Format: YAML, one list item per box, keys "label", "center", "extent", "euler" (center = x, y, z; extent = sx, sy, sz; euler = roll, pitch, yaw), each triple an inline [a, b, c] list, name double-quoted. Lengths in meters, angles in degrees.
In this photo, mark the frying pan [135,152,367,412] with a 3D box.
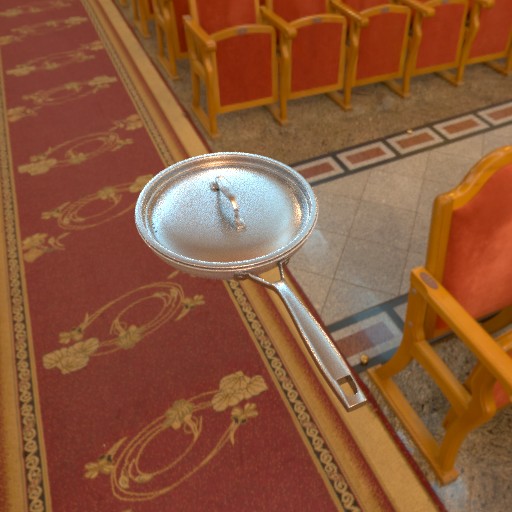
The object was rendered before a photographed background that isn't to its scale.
- label: "frying pan"
  center: [0.000, 0.000, 0.601]
  extent: [0.272, 0.086, 0.490]
  euler: [-17, 48, -16]
